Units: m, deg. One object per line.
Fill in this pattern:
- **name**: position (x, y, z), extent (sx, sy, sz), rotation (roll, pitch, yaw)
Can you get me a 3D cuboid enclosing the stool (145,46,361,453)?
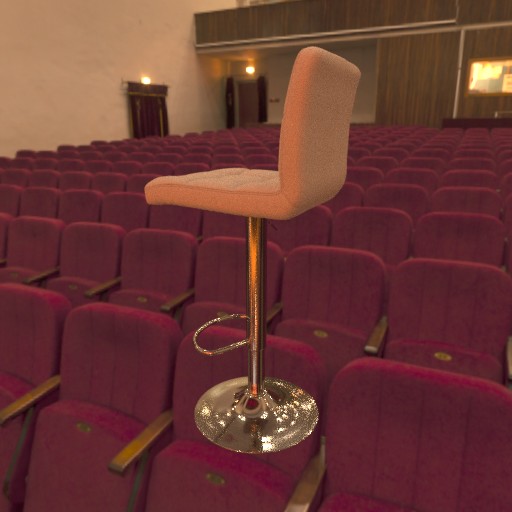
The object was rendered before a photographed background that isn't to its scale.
- **stool**: position (0.000, 0.000, 1.375), extent (0.505, 1.115, 0.430), rotation (8, 18, 25)
